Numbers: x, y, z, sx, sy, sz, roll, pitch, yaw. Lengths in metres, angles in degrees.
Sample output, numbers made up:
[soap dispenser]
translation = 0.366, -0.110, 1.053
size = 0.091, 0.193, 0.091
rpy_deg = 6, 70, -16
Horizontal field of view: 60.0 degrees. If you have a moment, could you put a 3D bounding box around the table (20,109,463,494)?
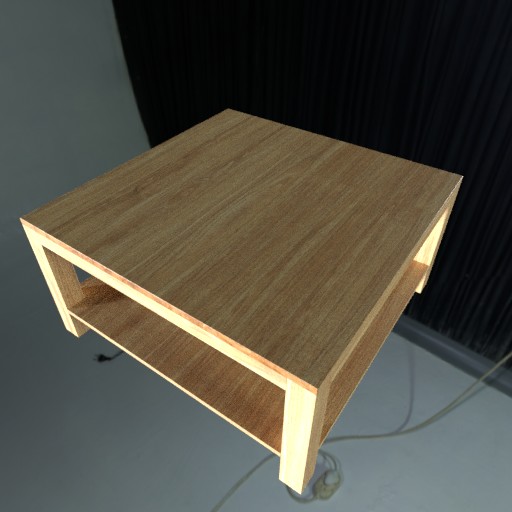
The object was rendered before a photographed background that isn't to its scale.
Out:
[table]
translation = 0.000, 0.000, 1.404
size = 0.900, 0.450, 0.900
rpy_deg = 25, 46, 26
